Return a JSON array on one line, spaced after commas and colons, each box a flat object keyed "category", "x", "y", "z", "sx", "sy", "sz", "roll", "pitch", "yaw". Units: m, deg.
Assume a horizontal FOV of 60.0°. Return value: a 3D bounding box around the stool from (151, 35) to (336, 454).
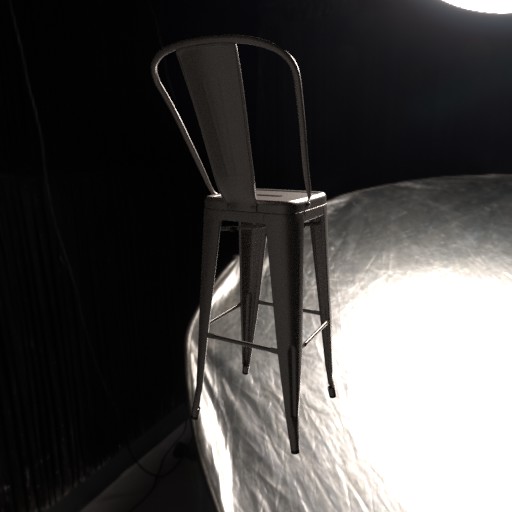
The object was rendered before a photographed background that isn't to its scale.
[{"category": "stool", "x": 0.000, "y": 0.000, "z": 1.313, "sx": 0.399, "sy": 1.096, "sz": 0.513, "roll": 7, "pitch": 16, "yaw": 27}]
